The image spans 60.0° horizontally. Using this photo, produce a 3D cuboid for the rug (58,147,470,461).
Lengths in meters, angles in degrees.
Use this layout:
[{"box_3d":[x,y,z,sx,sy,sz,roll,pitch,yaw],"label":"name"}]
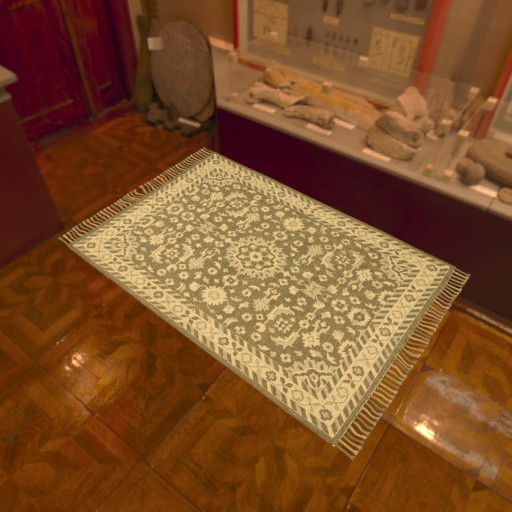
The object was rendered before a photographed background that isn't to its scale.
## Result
[{"box_3d":[0.000,0.000,3.040,2.431,0.025,1.530,30,53,26],"label":"rug"}]
